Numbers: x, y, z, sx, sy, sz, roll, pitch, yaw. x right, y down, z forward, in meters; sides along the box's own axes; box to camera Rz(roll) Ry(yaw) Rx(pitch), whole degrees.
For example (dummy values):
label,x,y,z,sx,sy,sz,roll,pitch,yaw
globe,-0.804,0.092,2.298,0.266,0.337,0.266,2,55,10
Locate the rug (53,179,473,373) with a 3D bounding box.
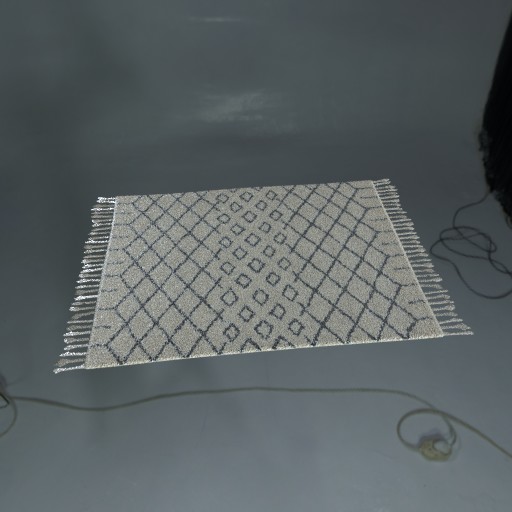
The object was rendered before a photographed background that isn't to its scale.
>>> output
label,x,y,z,sx,sy,sz,roll,pitch,yaw
rug,0.000,0.000,3.284,2.615,0.029,1.664,-4,46,-4
